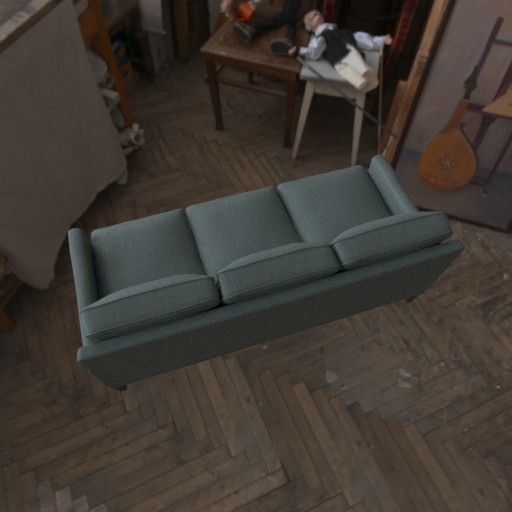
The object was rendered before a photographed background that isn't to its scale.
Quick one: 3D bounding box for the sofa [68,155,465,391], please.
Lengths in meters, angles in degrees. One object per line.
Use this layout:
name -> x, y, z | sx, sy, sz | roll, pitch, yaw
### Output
sofa -> 0.000, 0.000, 2.888 | 2.246, 1.003, 1.084 | -15, 59, -10
